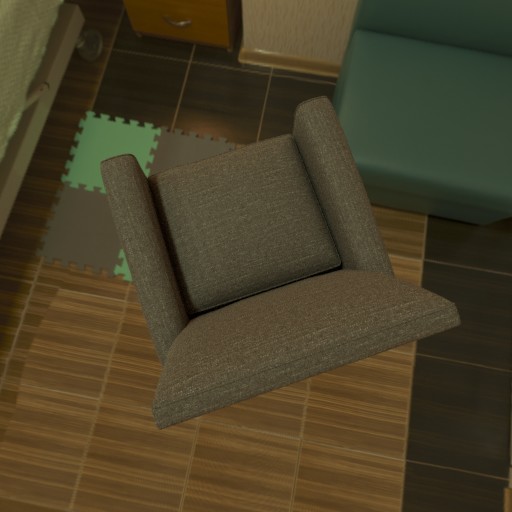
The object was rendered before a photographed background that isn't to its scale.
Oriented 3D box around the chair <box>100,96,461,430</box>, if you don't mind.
[{"bbox_3d":[0.000,0.000,1.562,0.838,0.885,0.875,-18,75,-5],"label":"chair"}]
